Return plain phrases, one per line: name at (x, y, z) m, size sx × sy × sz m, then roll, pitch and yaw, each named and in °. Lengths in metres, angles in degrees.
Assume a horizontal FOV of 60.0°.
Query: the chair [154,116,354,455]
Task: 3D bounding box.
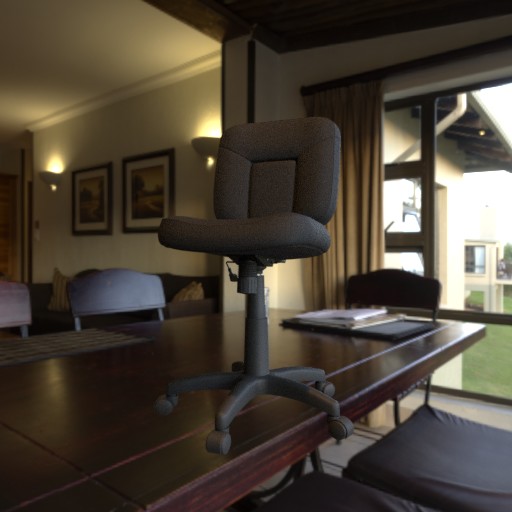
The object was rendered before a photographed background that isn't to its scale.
chair at (0.000, 0.000, 1.353) m, size 0.610 × 0.972 × 0.610 m, roll 0°, pitch 0°, yaw 20°
